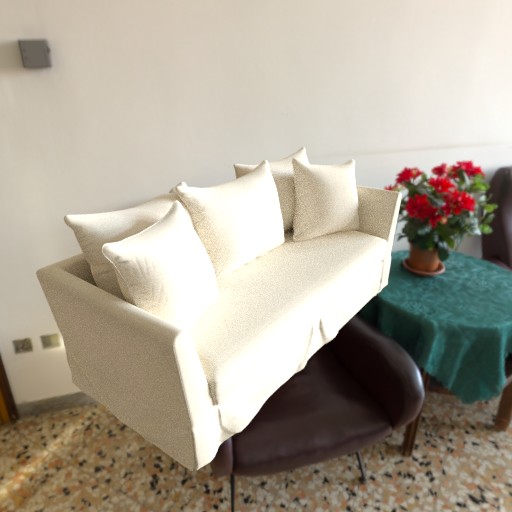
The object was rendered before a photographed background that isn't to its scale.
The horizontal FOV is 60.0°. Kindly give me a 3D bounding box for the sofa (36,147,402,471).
[{"bbox_3d":[0.000,0.000,2.799,1.031,1.034,2.290,18,31,33],"label":"sofa"}]
